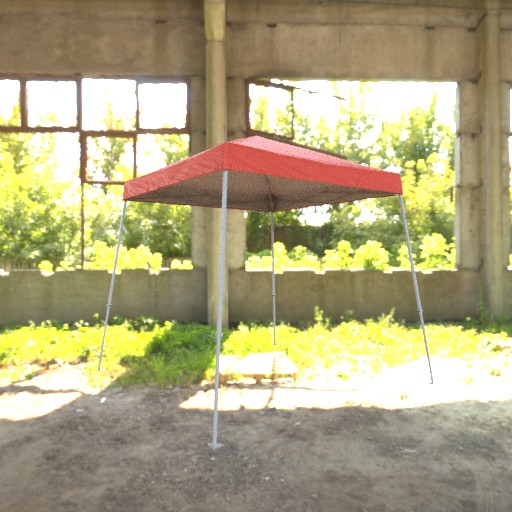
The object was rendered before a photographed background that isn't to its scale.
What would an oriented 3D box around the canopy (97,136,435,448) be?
[{"bbox_3d":[0.000,0.000,5.249,2.849,2.850,2.850,0,0,-36],"label":"canopy"}]
